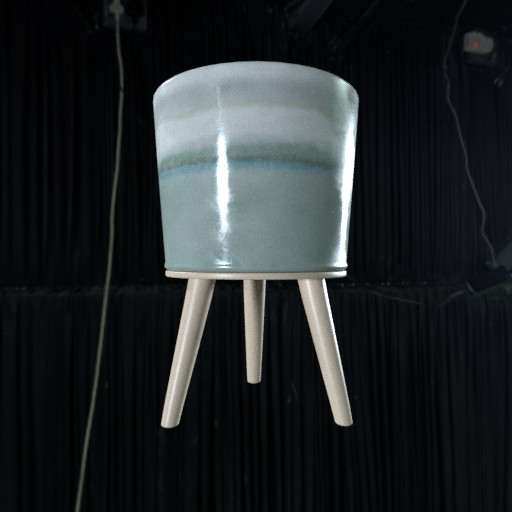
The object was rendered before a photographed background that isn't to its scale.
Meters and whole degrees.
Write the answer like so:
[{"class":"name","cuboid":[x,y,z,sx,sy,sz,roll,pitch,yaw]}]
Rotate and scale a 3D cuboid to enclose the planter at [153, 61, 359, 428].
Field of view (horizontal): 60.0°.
[{"class":"planter","cuboid":[0.000,0.000,0.587,0.265,0.404,0.265,0,0,-19]}]
